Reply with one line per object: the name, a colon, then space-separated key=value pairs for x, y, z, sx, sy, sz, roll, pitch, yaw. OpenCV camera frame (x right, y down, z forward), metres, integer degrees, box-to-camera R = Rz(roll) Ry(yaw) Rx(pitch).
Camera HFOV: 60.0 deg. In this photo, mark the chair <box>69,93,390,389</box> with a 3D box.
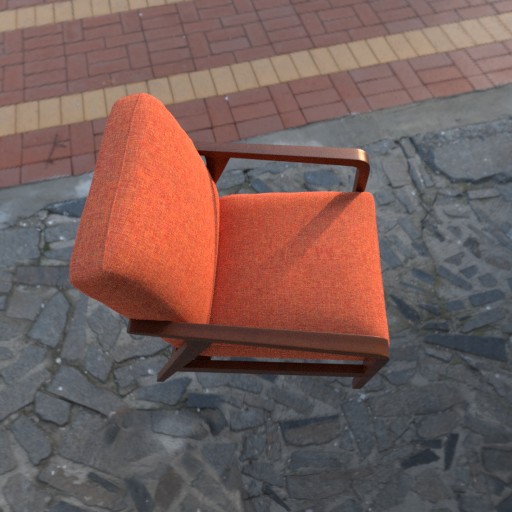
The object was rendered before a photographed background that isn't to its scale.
chair: x=0.000 y=0.000 z=1.485 sx=0.860 sy=0.890 sz=0.719 roll=2 pitch=62 yaw=1
